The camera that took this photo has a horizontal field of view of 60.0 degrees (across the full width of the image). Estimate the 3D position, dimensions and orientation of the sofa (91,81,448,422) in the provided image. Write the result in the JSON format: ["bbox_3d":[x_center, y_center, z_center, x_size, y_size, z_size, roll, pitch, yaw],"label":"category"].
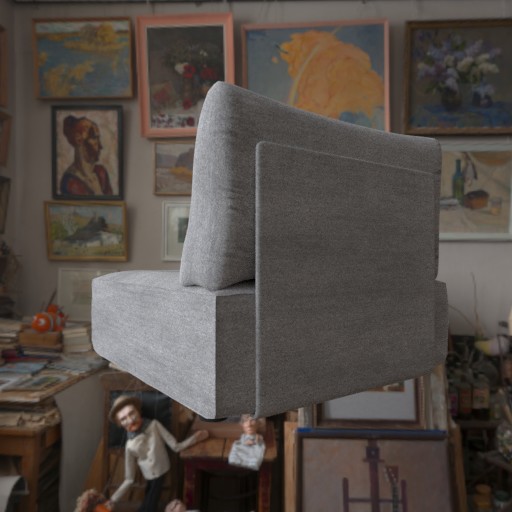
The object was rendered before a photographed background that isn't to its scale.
[{"bbox_3d":[0.000,0.000,1.661,0.930,0.820,1.000,0,0,-36],"label":"sofa"}]
